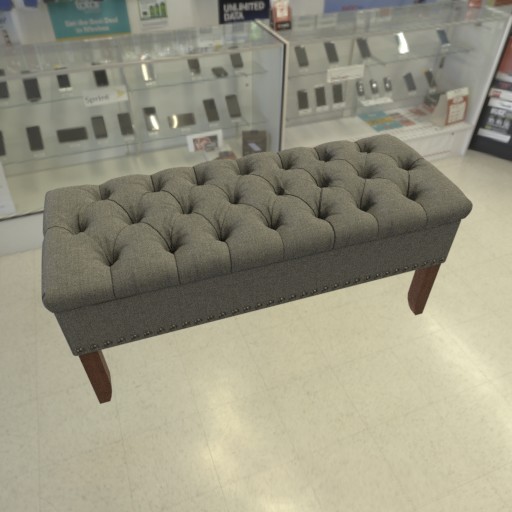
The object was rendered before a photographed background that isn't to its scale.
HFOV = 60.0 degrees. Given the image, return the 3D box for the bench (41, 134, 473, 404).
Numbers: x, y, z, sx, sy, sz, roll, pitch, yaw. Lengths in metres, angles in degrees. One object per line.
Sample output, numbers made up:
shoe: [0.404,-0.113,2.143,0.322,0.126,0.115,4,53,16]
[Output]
bench: [0.000,0.000,1.292,1.052,0.470,0.417,-13,43,-14]
